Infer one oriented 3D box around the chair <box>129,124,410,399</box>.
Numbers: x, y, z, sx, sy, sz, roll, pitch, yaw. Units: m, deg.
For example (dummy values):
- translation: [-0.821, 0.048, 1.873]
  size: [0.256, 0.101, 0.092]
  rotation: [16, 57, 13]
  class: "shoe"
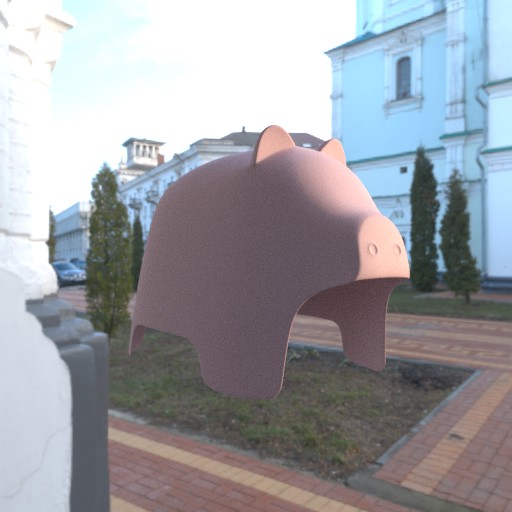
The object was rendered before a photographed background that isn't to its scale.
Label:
- translation: [0.000, 0.000, 0.872]
  size: [0.364, 0.423, 0.619]
  rotation: [0, -1, -37]
  class: "chair"
